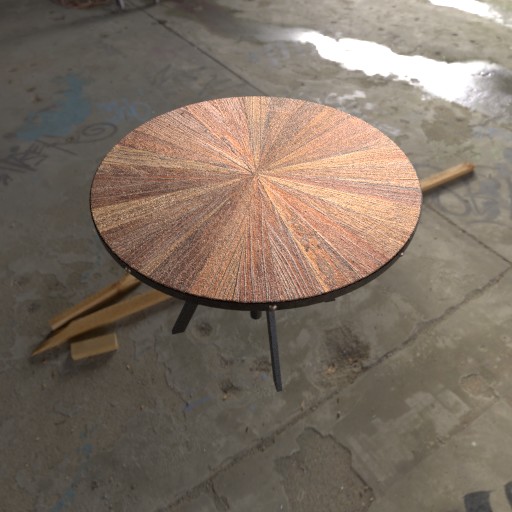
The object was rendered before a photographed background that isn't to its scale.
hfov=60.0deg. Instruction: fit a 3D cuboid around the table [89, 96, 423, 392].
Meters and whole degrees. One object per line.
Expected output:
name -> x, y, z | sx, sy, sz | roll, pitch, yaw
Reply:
table -> 0.000, 0.000, 1.452 | 0.885, 0.658, 0.885 | 0, 47, 0
